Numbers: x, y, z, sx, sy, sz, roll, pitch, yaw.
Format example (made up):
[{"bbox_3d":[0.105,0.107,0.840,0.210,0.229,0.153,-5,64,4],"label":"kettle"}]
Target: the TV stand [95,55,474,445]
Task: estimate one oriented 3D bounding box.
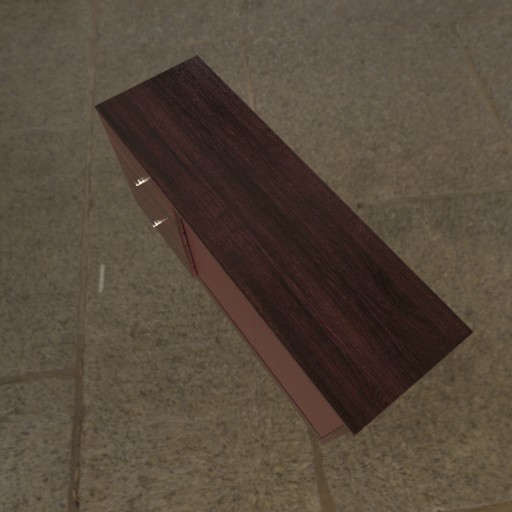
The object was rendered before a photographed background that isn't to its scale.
[{"bbox_3d":[0.000,0.000,1.489,0.404,0.614,1.192,-34,68,-16],"label":"TV stand"}]
